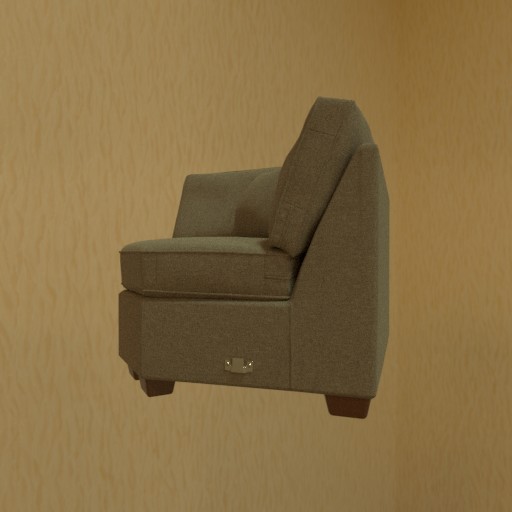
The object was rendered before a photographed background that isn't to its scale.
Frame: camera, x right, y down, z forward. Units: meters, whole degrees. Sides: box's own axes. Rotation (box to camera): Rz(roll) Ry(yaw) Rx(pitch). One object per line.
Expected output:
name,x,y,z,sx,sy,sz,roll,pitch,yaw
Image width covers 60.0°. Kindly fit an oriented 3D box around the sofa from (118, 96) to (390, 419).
sofa,0.000,0.000,1.868,1.050,0.951,1.042,0,0,18
